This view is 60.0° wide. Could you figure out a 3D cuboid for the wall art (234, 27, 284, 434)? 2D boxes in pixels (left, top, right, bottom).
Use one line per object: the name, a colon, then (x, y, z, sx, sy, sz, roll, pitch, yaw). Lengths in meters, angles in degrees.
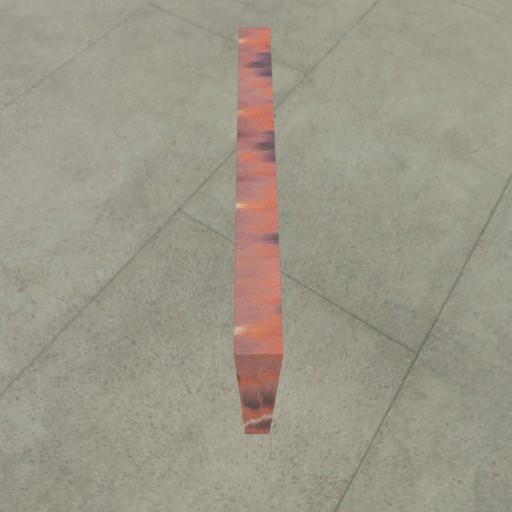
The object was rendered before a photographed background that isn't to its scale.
wall art: (0.000, 0.000, 0.609, 0.038, 0.406, 0.403, 0, 60, 0)
